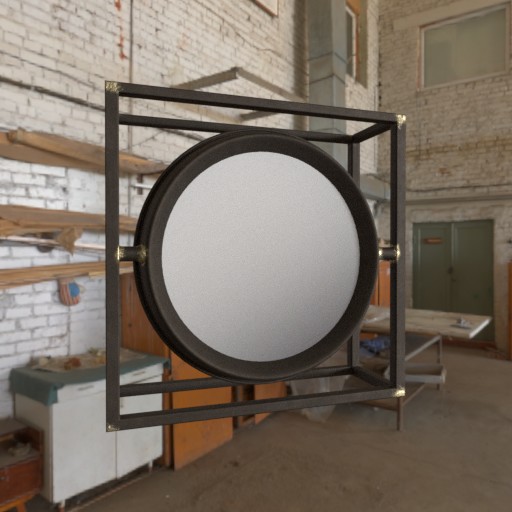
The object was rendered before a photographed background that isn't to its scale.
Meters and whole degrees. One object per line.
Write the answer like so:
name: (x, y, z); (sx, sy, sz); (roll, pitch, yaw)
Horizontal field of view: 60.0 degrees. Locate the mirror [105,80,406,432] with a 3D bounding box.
mirror: (0.000, 0.000, 0.476); (0.306, 0.303, 0.107); (0, 1, -18)
